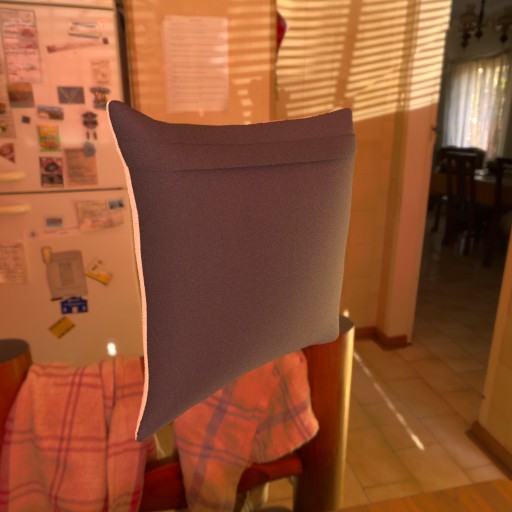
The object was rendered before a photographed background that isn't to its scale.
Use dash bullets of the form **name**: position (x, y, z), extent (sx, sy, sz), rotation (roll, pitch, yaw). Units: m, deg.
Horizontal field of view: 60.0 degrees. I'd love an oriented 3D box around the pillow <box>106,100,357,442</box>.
- **pillow**: position (0.000, 0.000, 0.627), extent (0.405, 0.406, 0.173), rotation (-15, 23, -40)
